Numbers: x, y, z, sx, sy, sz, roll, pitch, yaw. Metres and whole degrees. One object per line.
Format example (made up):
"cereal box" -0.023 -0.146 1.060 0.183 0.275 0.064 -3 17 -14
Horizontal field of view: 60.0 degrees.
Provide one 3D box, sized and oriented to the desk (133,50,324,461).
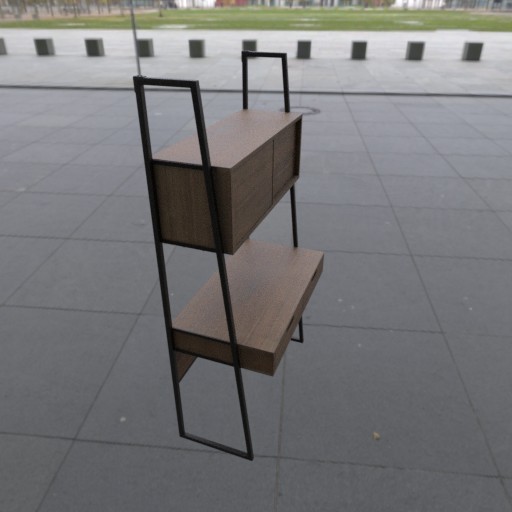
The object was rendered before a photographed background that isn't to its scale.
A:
"desk" 0.000 0.000 2.248 0.515 1.809 0.982 11 31 18
